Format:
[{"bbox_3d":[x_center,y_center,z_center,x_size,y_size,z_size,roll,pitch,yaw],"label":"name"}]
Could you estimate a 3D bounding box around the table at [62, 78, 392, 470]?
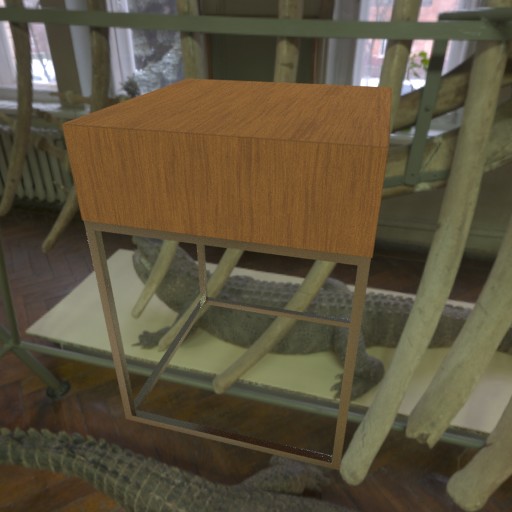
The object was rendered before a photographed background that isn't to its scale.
[{"bbox_3d":[0.000,0.000,0.810,0.398,0.540,0.397,8,31,13],"label":"table"}]
